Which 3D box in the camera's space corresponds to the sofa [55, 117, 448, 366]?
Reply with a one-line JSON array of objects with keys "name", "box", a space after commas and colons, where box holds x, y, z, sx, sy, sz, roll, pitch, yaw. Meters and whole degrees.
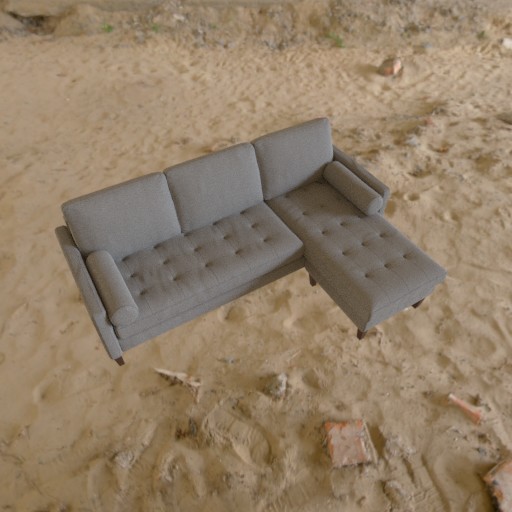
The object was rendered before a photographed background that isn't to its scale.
[{"name": "sofa", "box": [0.000, 0.000, 2.942, 2.178, 0.875, 1.506, -24, 51, -20]}]
